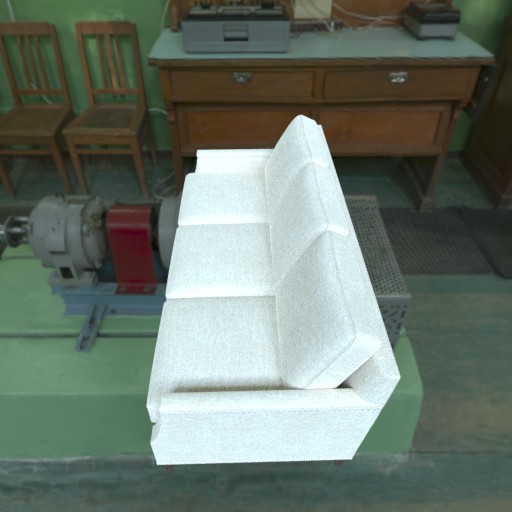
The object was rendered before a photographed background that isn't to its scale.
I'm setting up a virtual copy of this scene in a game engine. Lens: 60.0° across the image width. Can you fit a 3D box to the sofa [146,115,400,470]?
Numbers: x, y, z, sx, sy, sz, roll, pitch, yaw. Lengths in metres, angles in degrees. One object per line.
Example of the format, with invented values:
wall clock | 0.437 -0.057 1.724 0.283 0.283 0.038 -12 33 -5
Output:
sofa | 0.000 0.000 2.723 1.041 0.940 2.210 -1 41 -1
